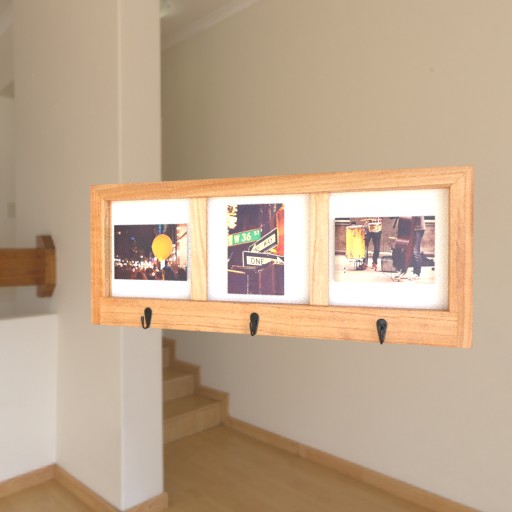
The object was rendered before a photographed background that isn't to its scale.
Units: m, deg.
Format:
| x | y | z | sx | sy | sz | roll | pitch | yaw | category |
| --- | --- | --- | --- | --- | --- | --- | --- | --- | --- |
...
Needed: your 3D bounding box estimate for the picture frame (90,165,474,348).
| x | y | z | sx | sy | sz | roll | pitch | yaw | category |
| --- | --- | --- | --- | --- | --- | --- | --- | --- | --- |
| 0.000 | 0.000 | 0.657 | 0.582 | 0.234 | 0.045 | 0 | 1 | 18 | picture frame |
